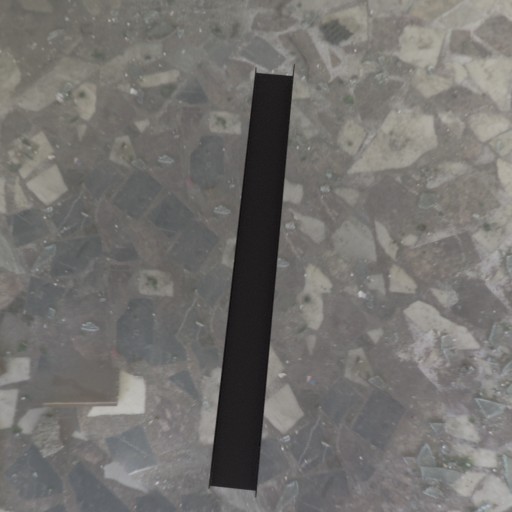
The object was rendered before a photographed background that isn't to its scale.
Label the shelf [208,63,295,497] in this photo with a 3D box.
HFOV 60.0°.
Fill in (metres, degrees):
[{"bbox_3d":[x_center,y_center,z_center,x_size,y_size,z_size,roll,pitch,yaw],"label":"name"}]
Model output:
[{"bbox_3d":[0.000,0.000,0.948,0.092,0.049,0.924,5,77,1],"label":"shelf"}]
